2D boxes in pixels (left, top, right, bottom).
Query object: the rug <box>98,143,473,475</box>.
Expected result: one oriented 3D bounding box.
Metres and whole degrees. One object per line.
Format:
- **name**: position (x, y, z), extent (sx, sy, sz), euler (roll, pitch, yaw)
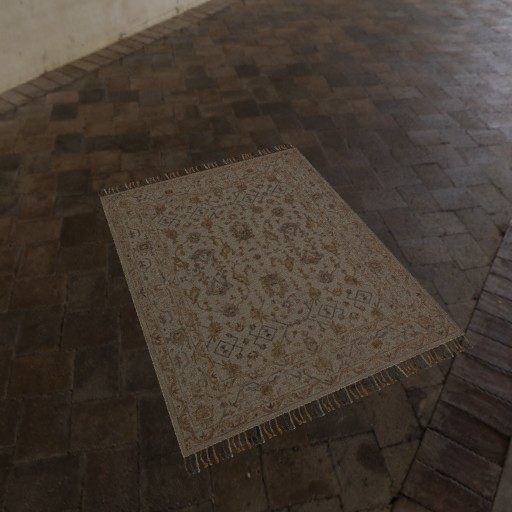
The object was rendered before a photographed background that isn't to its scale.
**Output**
- **rug**: position (0.000, 0.000, 2.245), extent (1.278, 0.009, 1.726), euler (-18, 49, -16)
